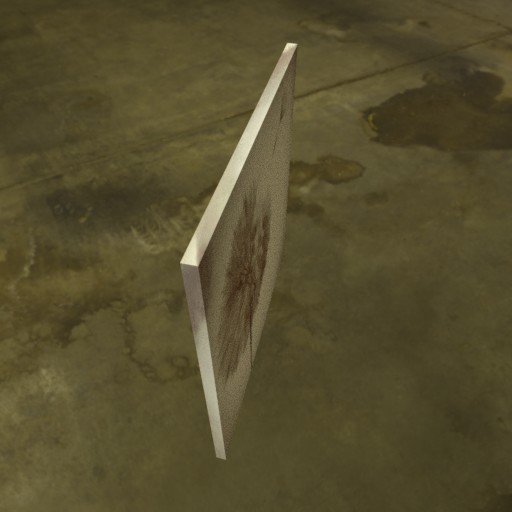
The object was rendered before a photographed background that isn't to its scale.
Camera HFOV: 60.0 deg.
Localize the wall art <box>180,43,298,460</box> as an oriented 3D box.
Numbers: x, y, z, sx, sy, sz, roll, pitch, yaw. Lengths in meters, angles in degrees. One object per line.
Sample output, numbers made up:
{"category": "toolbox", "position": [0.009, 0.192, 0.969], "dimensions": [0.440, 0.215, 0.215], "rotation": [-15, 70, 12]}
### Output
{"category": "wall art", "position": [0.000, 0.000, 1.133], "dimensions": [0.027, 0.762, 0.762], "rotation": [10, 48, 9]}
